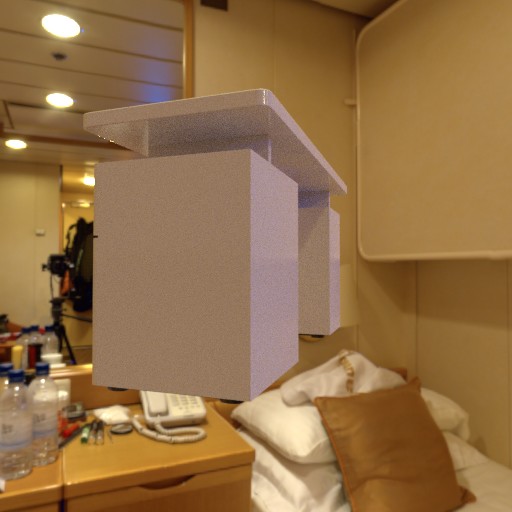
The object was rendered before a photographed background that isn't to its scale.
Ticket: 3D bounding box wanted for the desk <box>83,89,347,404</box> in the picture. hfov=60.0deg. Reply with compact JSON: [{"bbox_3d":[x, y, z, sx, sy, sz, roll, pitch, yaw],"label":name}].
[{"bbox_3d":[0.000,0.000,1.790,0.550,0.762,1.400,0,-2,19],"label":"desk"}]
